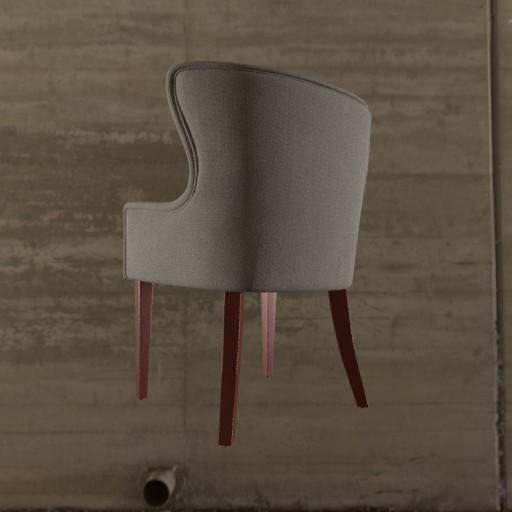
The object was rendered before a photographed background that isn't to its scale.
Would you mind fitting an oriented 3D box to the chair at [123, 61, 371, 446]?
[{"bbox_3d":[0.000,0.000,1.417,0.732,0.948,0.677,2,-3,-37],"label":"chair"}]
